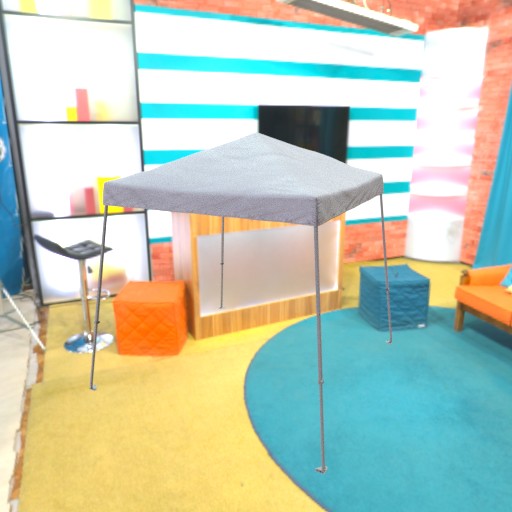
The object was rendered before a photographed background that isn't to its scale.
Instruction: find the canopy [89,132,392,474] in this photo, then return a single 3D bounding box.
[{"bbox_3d":[0.000,0.000,5.303,2.850,2.850,2.849,8,17,27],"label":"canopy"}]
